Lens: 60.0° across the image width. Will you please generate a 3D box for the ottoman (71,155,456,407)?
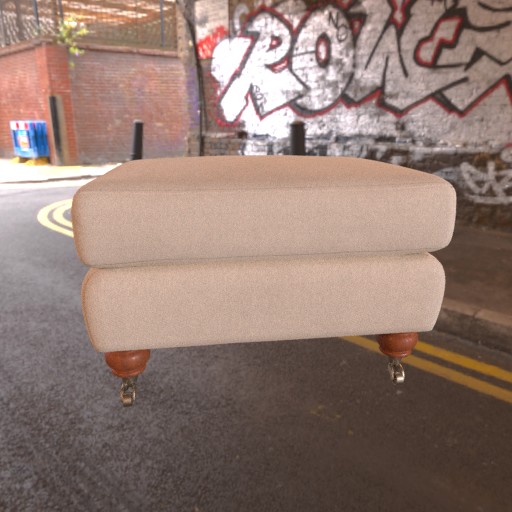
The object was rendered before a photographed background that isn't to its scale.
[{"bbox_3d":[0.000,0.000,1.150,0.773,0.499,0.569,-2,17,-7],"label":"ottoman"}]
